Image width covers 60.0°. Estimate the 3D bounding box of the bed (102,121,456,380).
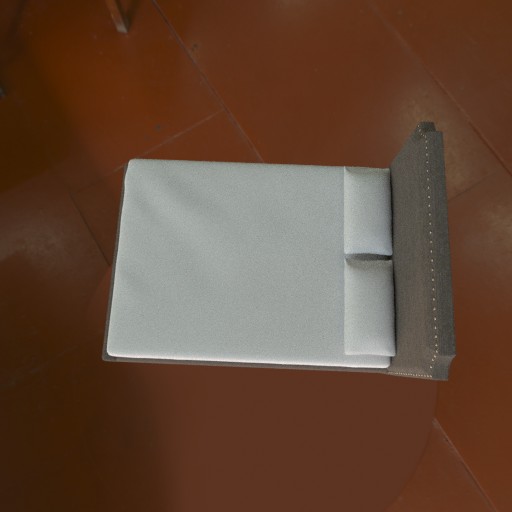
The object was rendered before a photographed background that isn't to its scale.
[{"bbox_3d":[0.000,0.000,3.435,2.381,1.457,1.713,2,77,1],"label":"bed"}]
